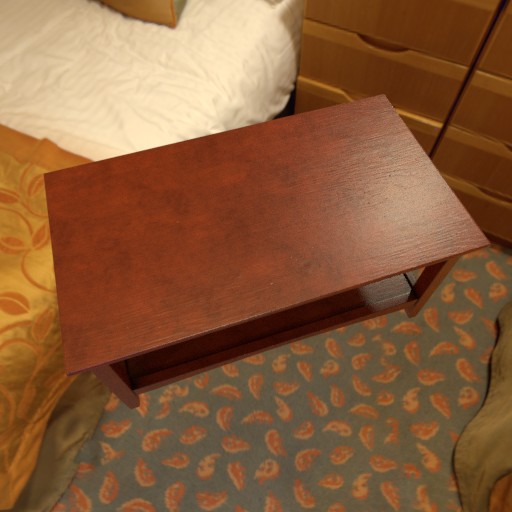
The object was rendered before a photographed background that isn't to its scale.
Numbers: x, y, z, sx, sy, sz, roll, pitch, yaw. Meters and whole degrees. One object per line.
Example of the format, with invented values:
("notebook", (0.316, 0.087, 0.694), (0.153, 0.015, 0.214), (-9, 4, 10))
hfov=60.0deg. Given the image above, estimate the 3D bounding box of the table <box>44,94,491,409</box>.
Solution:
("table", (0.000, 0.000, 1.247), (0.943, 0.456, 0.533), (-16, 60, -9))
